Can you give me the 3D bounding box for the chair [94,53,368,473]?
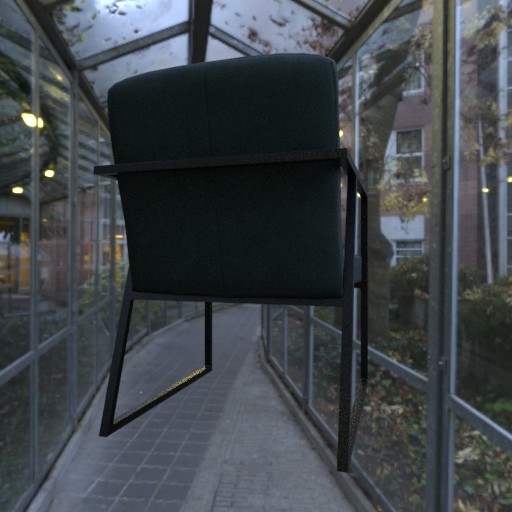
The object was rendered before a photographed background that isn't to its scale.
[{"bbox_3d":[0.000,0.000,1.233,0.571,0.833,0.677,0,0,18],"label":"chair"}]
